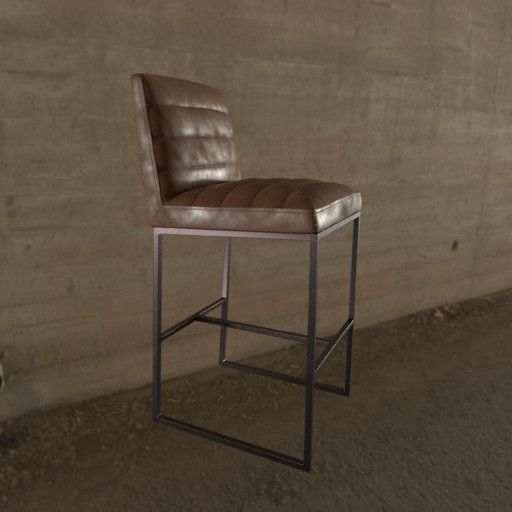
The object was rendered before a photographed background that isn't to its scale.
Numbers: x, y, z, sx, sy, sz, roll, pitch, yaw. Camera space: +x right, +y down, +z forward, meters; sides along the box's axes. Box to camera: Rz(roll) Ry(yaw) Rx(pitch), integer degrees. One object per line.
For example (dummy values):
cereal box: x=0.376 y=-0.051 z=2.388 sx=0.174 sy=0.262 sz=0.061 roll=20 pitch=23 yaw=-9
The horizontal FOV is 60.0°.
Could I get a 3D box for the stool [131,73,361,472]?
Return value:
stool: x=0.000 y=0.000 z=1.388 sx=0.562 sy=1.065 sz=0.463 roll=7 pitch=15 yaw=25
